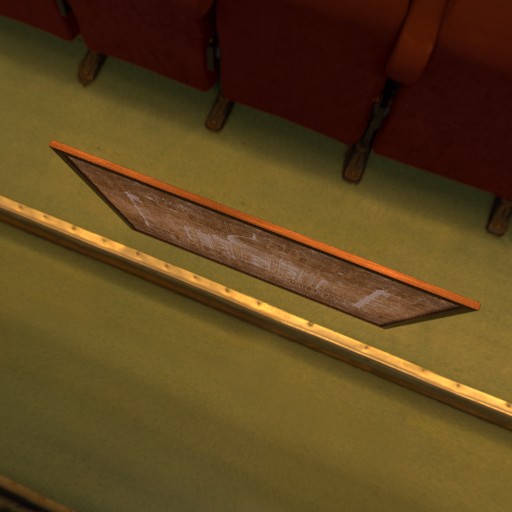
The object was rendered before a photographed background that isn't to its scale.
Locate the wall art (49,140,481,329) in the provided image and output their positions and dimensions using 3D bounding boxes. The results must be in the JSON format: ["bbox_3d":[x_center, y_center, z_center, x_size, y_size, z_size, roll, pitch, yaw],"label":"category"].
[{"bbox_3d":[0.000,0.000,1.055,0.816,0.559,0.014,21,78,5],"label":"wall art"}]
